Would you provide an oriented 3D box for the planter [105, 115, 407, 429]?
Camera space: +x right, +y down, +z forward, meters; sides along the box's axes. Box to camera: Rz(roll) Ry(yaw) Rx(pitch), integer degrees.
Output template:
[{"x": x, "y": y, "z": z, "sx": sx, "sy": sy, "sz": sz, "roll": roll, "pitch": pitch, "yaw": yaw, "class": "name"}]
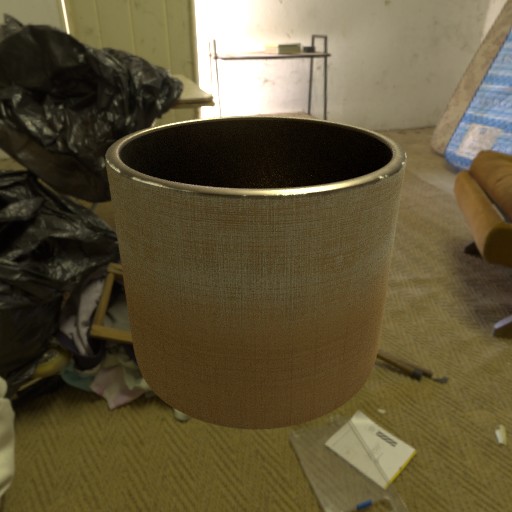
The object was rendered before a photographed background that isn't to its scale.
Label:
[{"x": 0.000, "y": 0.000, "z": 0.433, "sx": 0.254, "sy": 0.221, "sz": 0.254, "roll": 0, "pitch": 28, "yaw": 0, "class": "planter"}]
